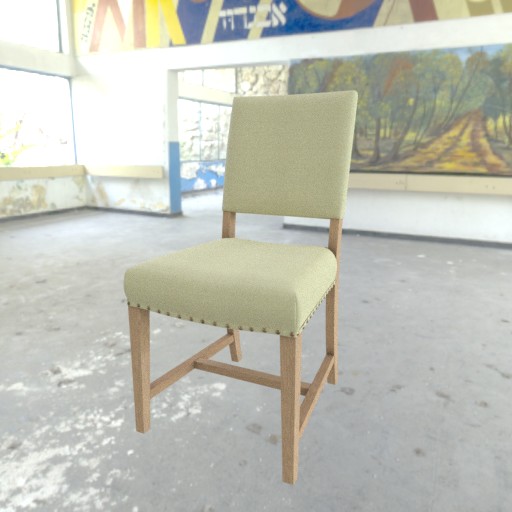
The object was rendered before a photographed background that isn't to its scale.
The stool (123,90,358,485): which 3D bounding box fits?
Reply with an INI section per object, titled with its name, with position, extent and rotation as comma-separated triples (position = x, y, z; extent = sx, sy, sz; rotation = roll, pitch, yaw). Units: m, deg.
[stool]
position = 0.000, 0.000, 1.349
extent = 0.508, 0.986, 0.623
rotation = 7, 15, 25
